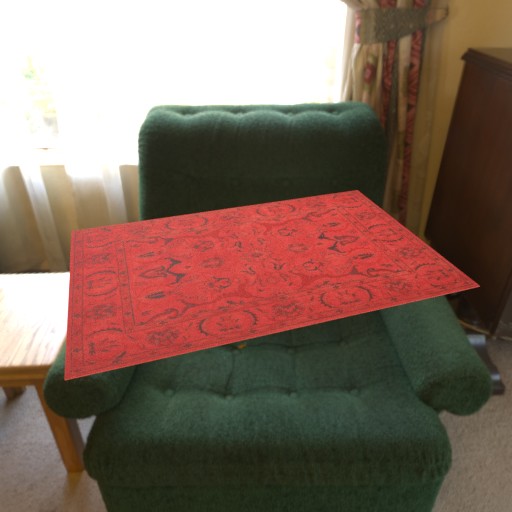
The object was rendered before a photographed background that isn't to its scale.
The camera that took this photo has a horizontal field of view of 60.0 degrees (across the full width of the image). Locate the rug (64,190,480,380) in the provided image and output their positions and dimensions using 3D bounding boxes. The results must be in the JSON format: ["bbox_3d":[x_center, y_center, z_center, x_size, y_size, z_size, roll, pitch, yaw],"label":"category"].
[{"bbox_3d":[0.000,0.000,3.045,2.423,0.010,1.534,-10,34,-15],"label":"rug"}]
